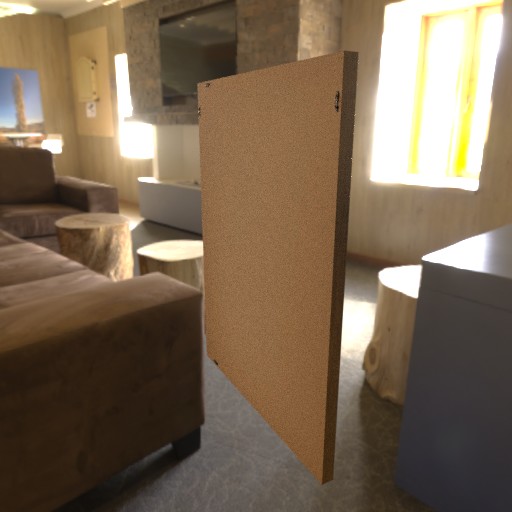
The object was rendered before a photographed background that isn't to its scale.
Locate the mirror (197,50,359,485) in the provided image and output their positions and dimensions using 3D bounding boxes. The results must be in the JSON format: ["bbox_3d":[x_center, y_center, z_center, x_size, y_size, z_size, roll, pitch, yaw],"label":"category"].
[{"bbox_3d":[0.000,0.000,1.315,0.041,1.016,0.762,-9,18,-27],"label":"mirror"}]
